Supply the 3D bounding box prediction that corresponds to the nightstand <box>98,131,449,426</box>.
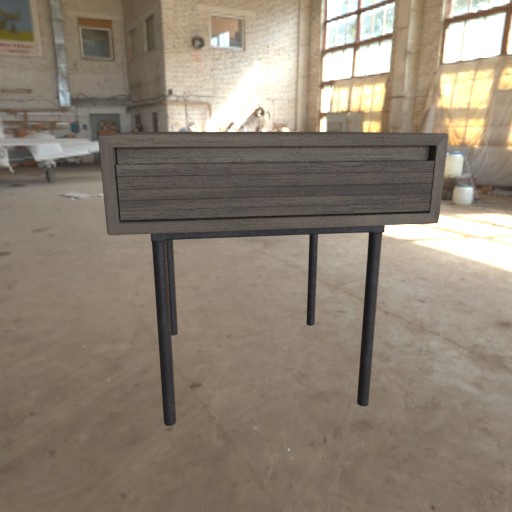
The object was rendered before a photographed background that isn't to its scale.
[{"bbox_3d":[0.000,0.000,0.925,0.502,0.497,0.503,-3,16,-9],"label":"nightstand"}]
